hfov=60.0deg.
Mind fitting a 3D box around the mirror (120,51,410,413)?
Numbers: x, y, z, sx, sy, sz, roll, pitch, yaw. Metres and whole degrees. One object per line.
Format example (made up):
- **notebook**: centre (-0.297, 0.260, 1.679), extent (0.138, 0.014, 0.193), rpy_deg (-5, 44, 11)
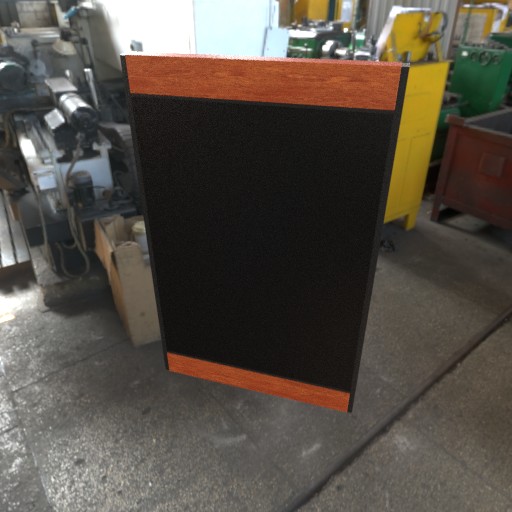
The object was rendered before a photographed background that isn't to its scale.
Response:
- **mirror**: centre (0.000, 0.000, 1.002), extent (0.525, 0.823, 0.047), rpy_deg (9, 32, 14)
